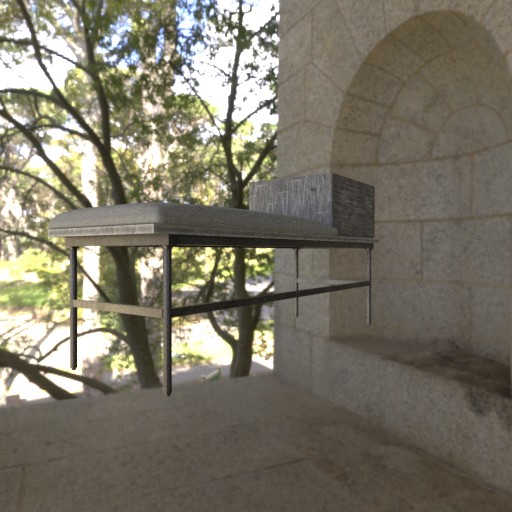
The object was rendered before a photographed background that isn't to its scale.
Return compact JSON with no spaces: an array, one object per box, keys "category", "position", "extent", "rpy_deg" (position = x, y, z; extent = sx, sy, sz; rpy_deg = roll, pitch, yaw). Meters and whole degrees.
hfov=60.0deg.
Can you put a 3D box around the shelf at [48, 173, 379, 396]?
[{"category":"shelf","position":[0.000,0.000,1.625],"extent":[0.457,0.633,1.342],"rpy_deg":[0,1,36]}]
